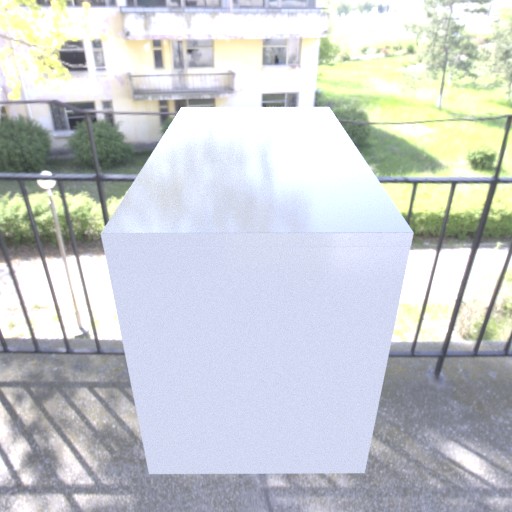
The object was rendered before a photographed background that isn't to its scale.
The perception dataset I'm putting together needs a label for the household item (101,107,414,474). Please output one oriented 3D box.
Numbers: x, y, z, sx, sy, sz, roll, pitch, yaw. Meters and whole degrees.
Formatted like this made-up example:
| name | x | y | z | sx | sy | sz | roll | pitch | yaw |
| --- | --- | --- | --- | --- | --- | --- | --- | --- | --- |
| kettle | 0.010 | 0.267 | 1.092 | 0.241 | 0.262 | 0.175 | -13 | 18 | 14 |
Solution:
| name | x | y | z | sx | sy | sz | roll | pitch | yaw |
| --- | --- | --- | --- | --- | --- | --- | --- | --- | --- |
| household item | 0.000 | 0.000 | 1.508 | 0.597 | 0.749 | 1.100 | 0 | 31 | 0 |
